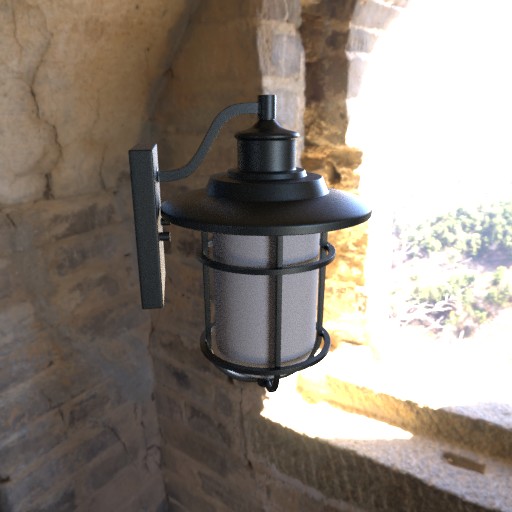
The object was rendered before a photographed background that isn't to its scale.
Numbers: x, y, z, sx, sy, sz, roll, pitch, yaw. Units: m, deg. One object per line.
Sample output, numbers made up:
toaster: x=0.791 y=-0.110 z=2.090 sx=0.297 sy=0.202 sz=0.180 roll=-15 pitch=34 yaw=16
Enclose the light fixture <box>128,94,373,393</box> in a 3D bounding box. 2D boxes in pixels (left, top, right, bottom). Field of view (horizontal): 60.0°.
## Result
light fixture: x=0.000 y=0.000 z=0.504 sx=0.252 sy=0.345 sz=0.222 roll=-3 pitch=18 yaw=-10
